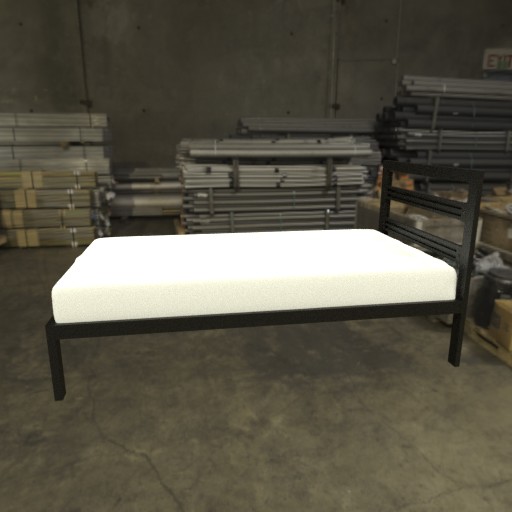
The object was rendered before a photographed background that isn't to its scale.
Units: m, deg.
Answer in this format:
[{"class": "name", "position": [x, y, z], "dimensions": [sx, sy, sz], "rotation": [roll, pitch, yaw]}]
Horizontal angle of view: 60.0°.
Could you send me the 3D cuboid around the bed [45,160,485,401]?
[{"class": "bed", "position": [0.000, 0.000, 2.425], "dimensions": [1.930, 0.967, 0.991], "rotation": [-2, 15, -9]}]
